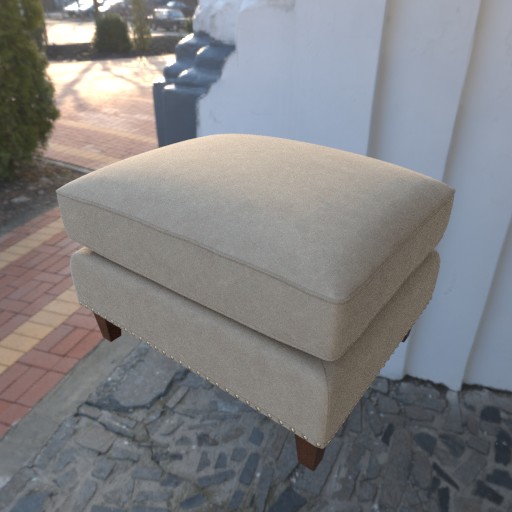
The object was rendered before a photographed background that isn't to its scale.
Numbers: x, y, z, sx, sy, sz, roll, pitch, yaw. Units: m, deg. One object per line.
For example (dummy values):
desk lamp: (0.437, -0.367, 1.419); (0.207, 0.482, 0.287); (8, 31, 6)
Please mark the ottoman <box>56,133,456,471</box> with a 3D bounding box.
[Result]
ottoman: (0.000, 0.000, 1.096); (0.741, 0.513, 0.584); (21, 36, 32)
